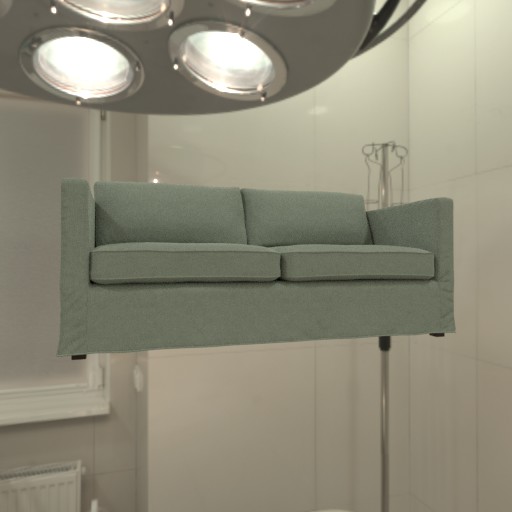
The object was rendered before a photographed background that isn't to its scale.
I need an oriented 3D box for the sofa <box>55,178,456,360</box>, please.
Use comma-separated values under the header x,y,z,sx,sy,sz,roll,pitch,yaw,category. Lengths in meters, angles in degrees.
x,y,z,sx,sy,sz,roll,pitch,yaw,category
0.000,0.000,2.511,1.987,0.870,0.940,0,-1,-18,sofa
